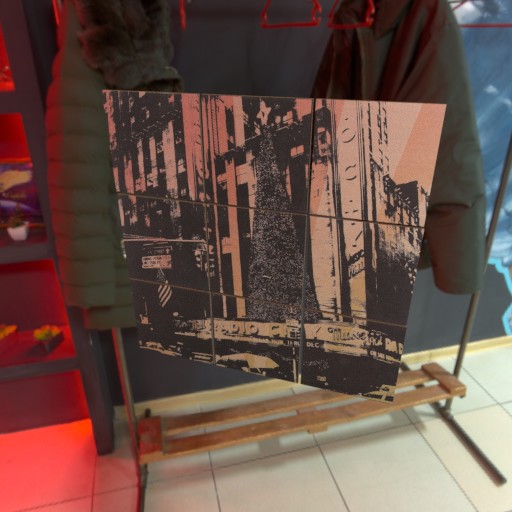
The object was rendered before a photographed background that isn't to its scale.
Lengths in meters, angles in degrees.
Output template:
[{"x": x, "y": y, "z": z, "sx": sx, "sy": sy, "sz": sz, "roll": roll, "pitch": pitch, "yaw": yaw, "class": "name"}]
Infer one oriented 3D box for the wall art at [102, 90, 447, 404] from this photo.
[{"x": 0.000, "y": 0.000, "z": 2.228, "sx": 1.527, "sy": 1.521, "sz": 0.017, "roll": 8, "pitch": 28, "yaw": 16, "class": "wall art"}]
